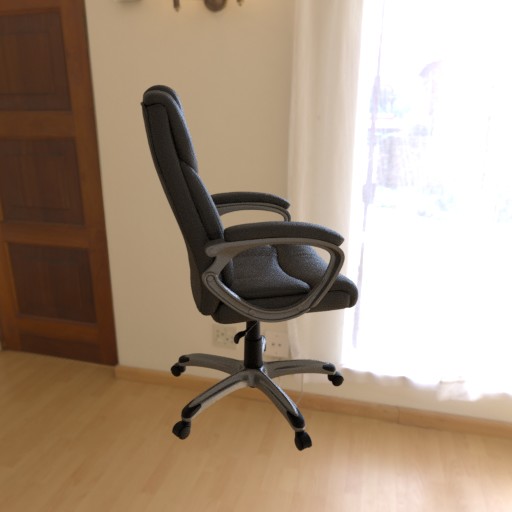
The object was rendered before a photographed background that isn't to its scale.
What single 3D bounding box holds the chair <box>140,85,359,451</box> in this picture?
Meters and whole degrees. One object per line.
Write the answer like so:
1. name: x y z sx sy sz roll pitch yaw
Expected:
1. chair: 0.000 0.000 1.588 0.719 1.130 0.721 -3 17 -10
